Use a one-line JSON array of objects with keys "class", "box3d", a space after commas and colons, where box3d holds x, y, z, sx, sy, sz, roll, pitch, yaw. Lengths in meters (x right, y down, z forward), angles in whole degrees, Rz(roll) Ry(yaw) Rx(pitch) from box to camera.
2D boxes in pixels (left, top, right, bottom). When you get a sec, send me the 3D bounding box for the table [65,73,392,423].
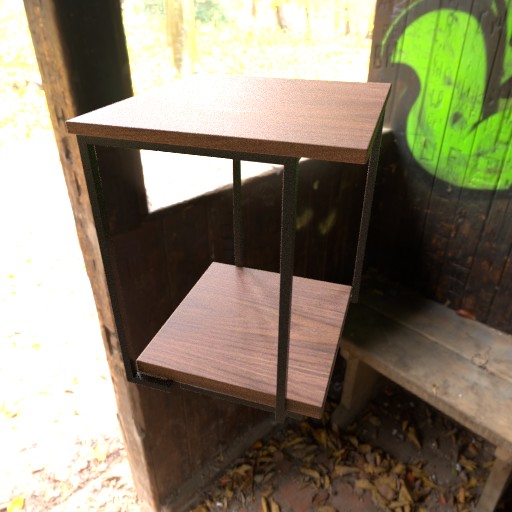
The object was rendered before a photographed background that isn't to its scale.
[{"class": "table", "box3d": [0.000, 0.000, 0.832, 0.384, 0.567, 0.411, 10, 32, 16]}]
